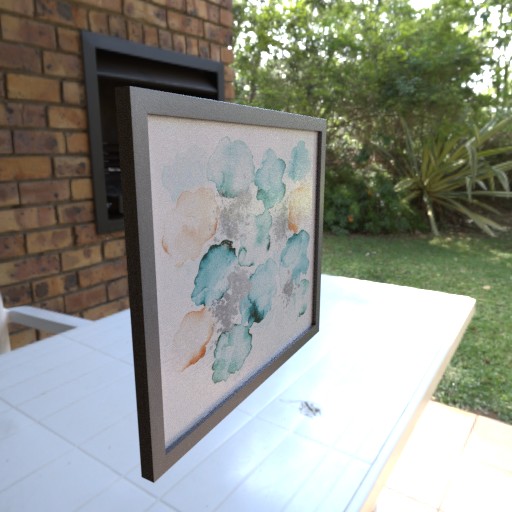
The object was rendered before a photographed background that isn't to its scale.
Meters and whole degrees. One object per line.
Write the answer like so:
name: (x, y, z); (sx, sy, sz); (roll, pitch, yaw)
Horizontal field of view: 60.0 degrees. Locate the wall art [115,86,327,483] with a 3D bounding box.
wall art: (0.000, 0.000, 0.882); (0.026, 0.558, 0.660); (7, 15, 29)
